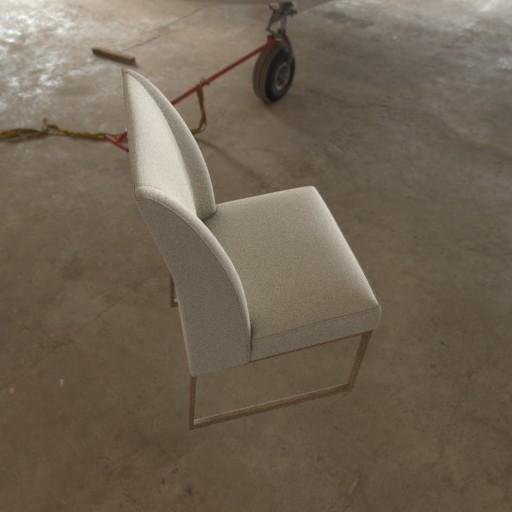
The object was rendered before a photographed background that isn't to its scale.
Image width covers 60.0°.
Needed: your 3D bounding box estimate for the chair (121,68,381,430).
[{"bbox_3d":[0.000,0.000,1.177,0.522,0.863,0.508,-10,48,-10],"label":"chair"}]
